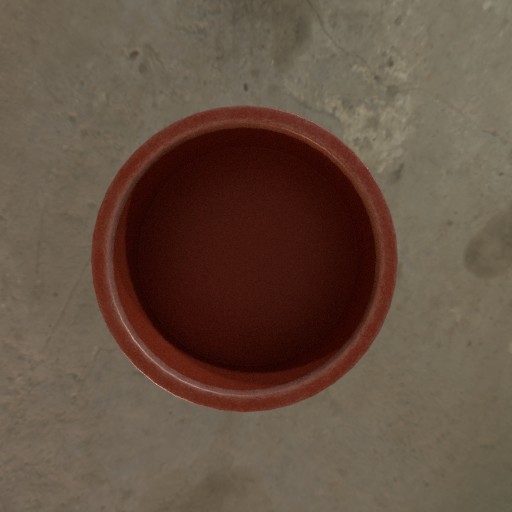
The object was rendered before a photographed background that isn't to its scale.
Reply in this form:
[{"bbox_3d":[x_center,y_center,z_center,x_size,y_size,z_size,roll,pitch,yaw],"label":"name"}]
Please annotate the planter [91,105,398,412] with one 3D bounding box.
[{"bbox_3d":[0.000,0.000,0.509,0.251,0.354,0.235,0,91,0],"label":"planter"}]
